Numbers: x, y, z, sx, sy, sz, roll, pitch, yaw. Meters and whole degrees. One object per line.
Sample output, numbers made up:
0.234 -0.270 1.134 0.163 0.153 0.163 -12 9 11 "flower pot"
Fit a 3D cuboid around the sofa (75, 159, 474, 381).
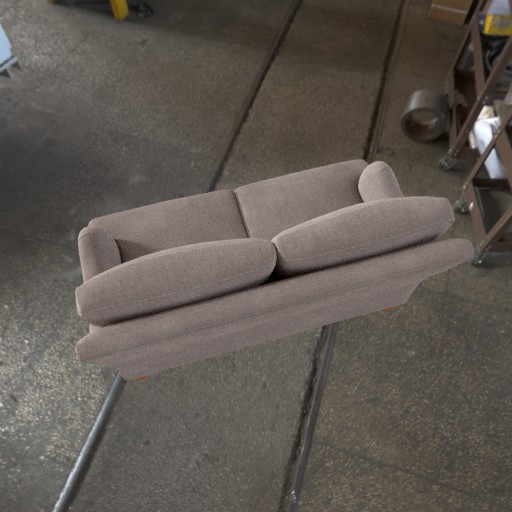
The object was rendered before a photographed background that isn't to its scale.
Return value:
0.000 0.000 2.519 1.853 1.101 1.084 -14 59 -8 "sofa"
